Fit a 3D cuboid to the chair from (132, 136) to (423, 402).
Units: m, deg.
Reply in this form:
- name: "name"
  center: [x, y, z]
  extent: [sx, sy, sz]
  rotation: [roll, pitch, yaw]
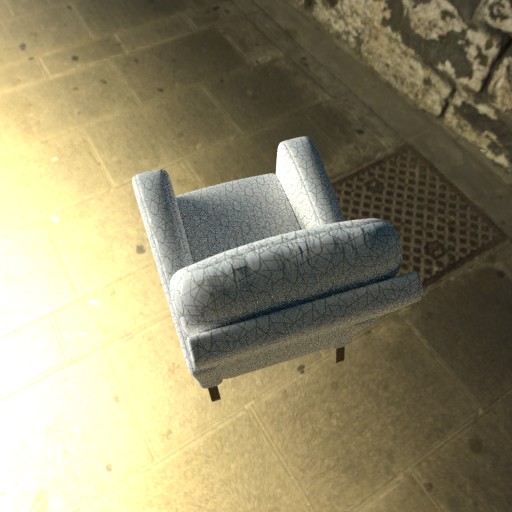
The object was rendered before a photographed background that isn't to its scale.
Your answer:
- name: "chair"
  center: [0.000, 0.000, 1.737]
  extent: [0.796, 1.064, 0.995]
  rotation: [-15, 60, -9]
